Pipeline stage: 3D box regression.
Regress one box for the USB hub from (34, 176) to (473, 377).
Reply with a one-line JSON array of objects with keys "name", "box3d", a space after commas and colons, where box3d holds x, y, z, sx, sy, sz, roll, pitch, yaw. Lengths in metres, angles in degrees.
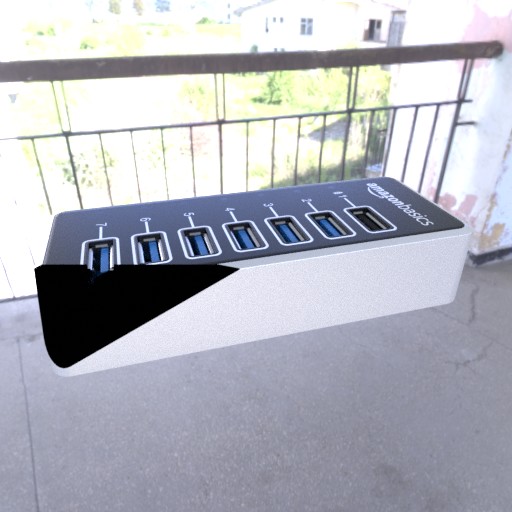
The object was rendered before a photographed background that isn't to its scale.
[{"name": "USB hub", "box3d": [0.000, 0.000, 0.126, 0.110, 0.023, 0.044, -8, 31, -14]}]
